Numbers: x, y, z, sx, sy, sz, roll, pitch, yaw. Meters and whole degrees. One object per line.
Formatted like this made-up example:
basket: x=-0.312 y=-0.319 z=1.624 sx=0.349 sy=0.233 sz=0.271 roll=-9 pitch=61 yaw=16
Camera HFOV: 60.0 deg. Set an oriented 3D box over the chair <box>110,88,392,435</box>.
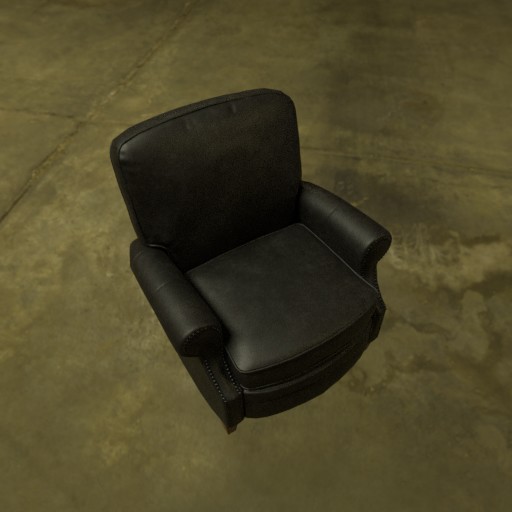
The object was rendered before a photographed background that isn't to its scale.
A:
chair: x=0.000 y=0.000 z=1.779 sx=0.936 sy=1.018 sz=0.986 roll=-25 pitch=51 yaw=-22
